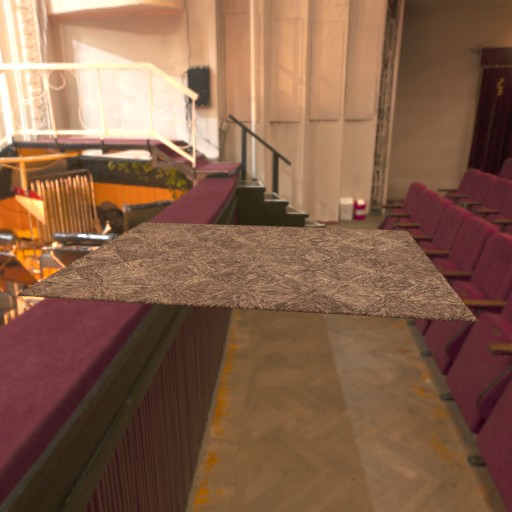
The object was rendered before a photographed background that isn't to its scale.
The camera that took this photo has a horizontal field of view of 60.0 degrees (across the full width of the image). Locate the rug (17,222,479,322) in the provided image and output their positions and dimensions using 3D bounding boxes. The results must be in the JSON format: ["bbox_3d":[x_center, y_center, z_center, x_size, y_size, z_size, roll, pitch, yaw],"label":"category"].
[{"bbox_3d":[0.000,0.000,4.178,3.204,0.017,2.448,2,17,8],"label":"rug"}]
